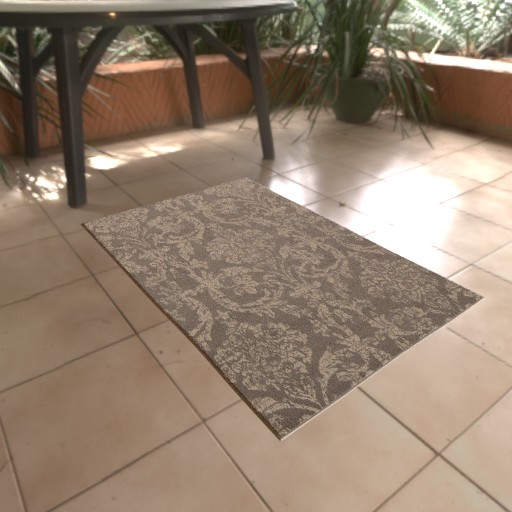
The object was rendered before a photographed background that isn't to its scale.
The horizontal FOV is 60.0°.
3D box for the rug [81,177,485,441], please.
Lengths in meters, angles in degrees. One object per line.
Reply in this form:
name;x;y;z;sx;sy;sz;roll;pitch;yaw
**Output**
rug;0.000;0.000;2.304;1.206;0.012;1.824;-22;38;-31
